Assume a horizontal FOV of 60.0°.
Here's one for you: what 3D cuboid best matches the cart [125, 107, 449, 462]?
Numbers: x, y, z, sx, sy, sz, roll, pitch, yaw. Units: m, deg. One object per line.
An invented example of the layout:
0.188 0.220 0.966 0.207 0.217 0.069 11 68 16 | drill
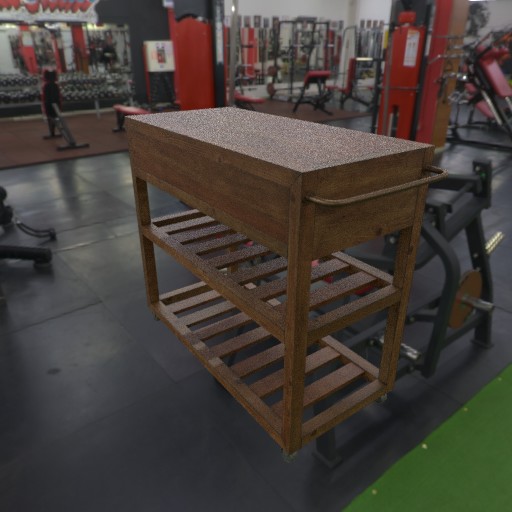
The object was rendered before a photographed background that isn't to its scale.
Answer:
0.000 0.000 1.477 0.445 0.830 1.065 -17 31 -32 | cart
